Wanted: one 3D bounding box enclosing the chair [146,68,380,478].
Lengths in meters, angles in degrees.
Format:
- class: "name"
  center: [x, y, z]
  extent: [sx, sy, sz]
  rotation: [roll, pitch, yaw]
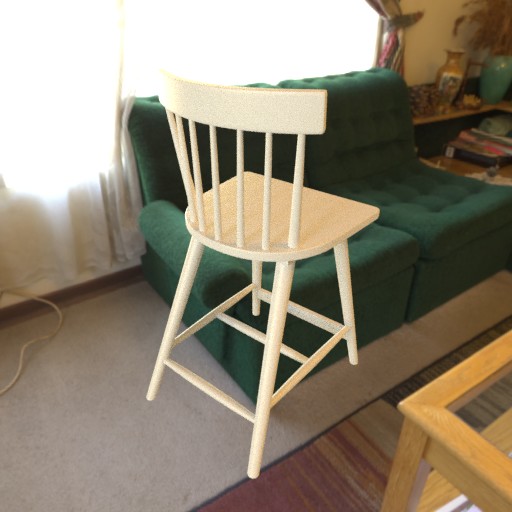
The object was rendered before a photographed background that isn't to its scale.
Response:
- class: "chair"
  center: [0.000, 0.000, 1.237]
  extent: [0.483, 0.952, 0.572]
  rotation: [22, 37, 33]
